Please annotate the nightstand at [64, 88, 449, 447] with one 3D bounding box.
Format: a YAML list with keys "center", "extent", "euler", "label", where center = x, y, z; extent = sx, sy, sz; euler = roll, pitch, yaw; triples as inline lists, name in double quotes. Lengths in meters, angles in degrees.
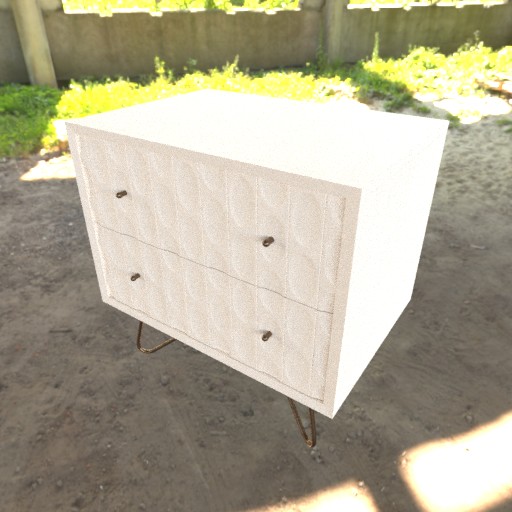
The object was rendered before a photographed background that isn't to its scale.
- center: [0.000, 0.000, 1.011]
  extent: [0.614, 0.604, 0.447]
  euler: [19, 35, 29]
  label: "nightstand"
